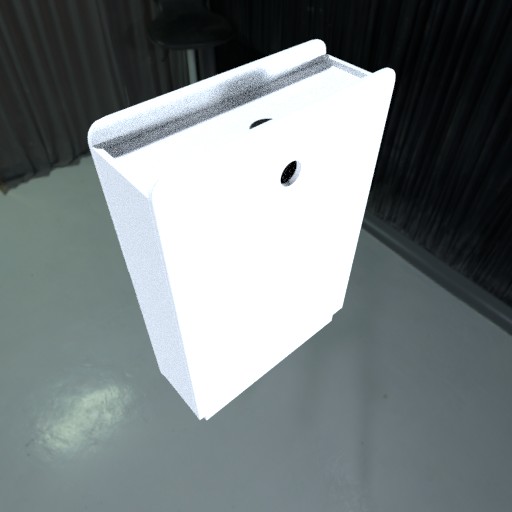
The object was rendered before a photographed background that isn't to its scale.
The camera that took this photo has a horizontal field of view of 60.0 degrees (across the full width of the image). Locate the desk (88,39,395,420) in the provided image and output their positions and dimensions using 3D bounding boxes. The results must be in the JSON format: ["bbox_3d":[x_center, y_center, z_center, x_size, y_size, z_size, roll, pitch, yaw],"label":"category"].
[{"bbox_3d":[0.000,0.000,1.535,0.795,1.190,0.278,-32,55,-27],"label":"desk"}]
